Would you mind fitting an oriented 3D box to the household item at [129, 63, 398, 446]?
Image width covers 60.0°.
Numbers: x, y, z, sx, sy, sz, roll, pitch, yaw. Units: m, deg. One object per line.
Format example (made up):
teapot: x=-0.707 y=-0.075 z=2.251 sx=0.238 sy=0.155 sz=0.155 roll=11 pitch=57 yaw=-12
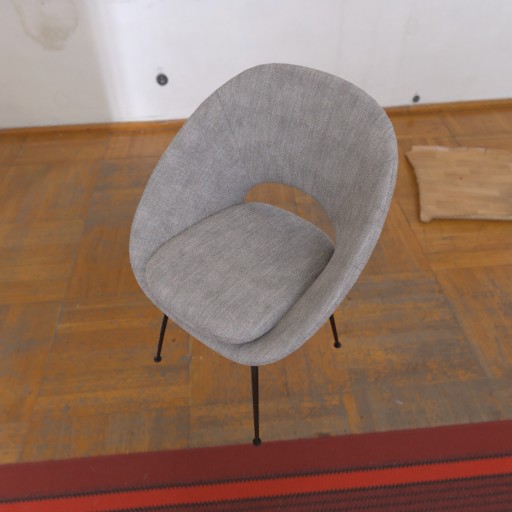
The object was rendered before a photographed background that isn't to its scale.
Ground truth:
household item: x=0.000 y=0.000 z=1.254 sx=0.643 sy=0.869 sz=0.587 roll=31 pitch=52 yaw=27
